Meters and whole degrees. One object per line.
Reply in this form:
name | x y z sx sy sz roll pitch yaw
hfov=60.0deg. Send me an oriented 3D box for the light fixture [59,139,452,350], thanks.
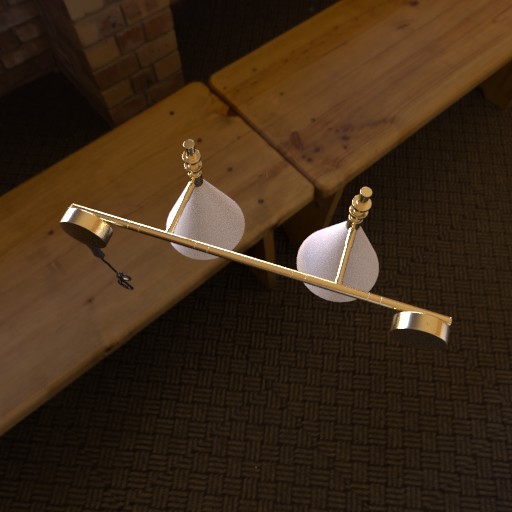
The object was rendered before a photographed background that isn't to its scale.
light fixture | 0.000 0.000 0.849 0.642 0.468 0.239 17 66 8
